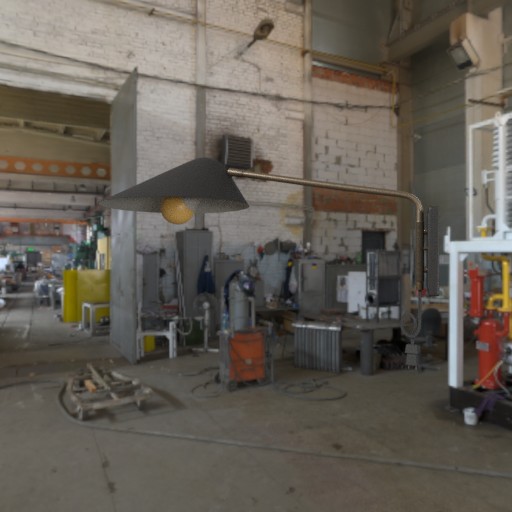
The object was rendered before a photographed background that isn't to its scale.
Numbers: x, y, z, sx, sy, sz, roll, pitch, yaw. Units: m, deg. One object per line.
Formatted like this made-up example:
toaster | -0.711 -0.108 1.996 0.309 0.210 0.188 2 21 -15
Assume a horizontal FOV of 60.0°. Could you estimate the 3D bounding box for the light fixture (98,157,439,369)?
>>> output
light fixture | 0.000 0.000 0.679 0.516 0.312 0.240 0 0 19
